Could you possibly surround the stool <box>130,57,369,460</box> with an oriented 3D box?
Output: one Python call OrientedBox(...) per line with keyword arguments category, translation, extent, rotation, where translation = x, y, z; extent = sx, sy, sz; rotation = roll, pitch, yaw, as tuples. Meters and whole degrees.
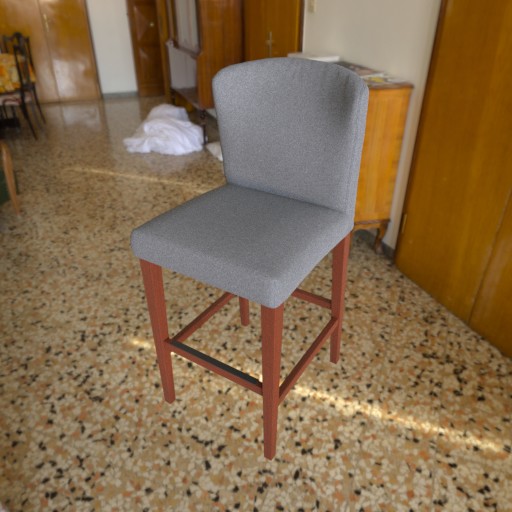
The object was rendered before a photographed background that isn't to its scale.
OrientedBox(category="stool", translation=(0.000, 0.000, 1.369), extent=(0.481, 1.069, 0.568), rotation=(18, 35, 27))
